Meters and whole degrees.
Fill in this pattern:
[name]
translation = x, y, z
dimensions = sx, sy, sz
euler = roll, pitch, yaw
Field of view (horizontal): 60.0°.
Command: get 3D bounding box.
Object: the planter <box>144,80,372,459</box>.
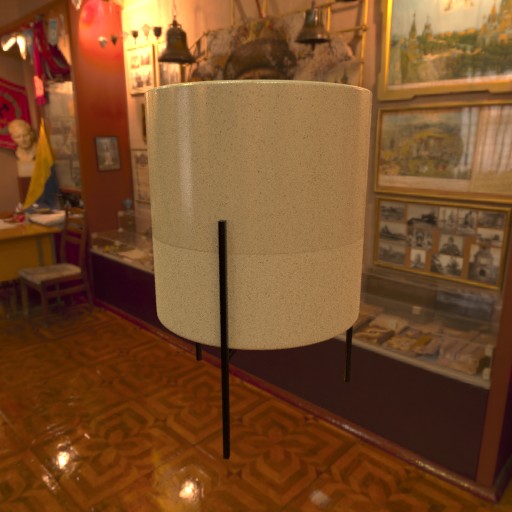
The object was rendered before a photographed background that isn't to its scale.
[planter]
translation = 0.000, 0.000, 0.690
dimensions = 0.314, 0.475, 0.323
euler = -14, 20, -43
